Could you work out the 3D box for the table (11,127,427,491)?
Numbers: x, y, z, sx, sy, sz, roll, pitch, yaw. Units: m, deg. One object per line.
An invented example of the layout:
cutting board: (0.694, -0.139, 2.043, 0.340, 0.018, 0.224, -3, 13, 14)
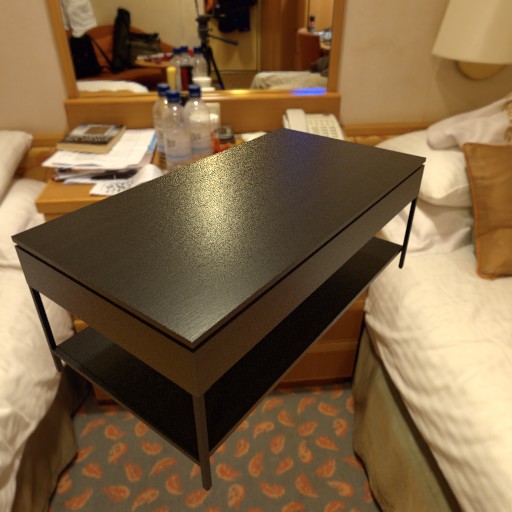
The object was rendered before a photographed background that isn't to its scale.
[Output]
table: (0.000, 0.000, 1.349, 0.574, 0.435, 1.095, 22, 38, 31)
